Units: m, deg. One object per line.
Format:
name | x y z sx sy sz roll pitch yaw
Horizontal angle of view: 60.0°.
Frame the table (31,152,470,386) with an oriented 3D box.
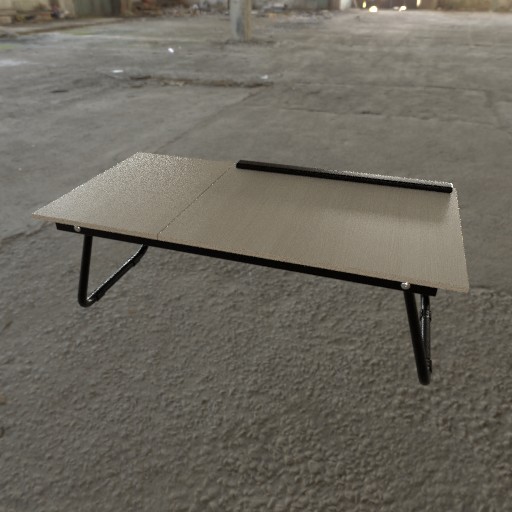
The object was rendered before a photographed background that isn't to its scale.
table | 0.000 0.000 0.800 0.644 0.242 0.322 10 33 16
